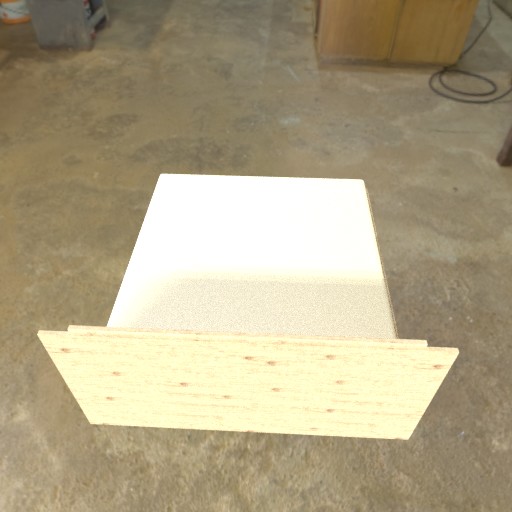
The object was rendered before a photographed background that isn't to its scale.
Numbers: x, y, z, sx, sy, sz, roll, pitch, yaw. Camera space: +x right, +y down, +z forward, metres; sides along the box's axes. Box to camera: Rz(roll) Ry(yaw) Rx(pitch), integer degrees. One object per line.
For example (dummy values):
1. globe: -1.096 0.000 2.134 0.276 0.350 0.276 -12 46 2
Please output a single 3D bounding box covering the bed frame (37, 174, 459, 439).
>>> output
1. bed frame: 0.000 0.000 3.109 1.950 0.970 2.080 2 45 2
